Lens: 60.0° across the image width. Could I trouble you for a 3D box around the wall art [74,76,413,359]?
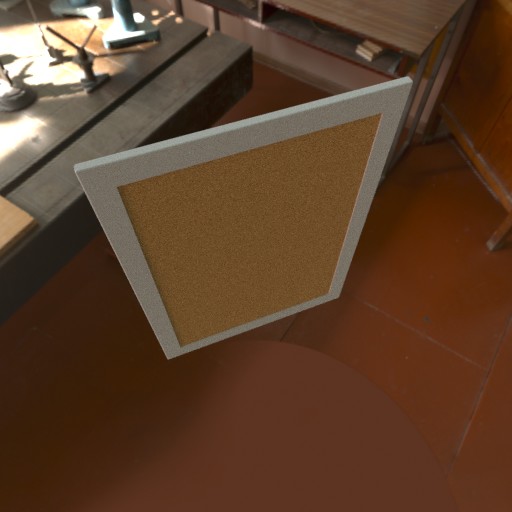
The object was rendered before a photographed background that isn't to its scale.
[{"bbox_3d":[0.000,0.000,0.685,0.374,0.529,0.012,-18,59,-11],"label":"wall art"}]
